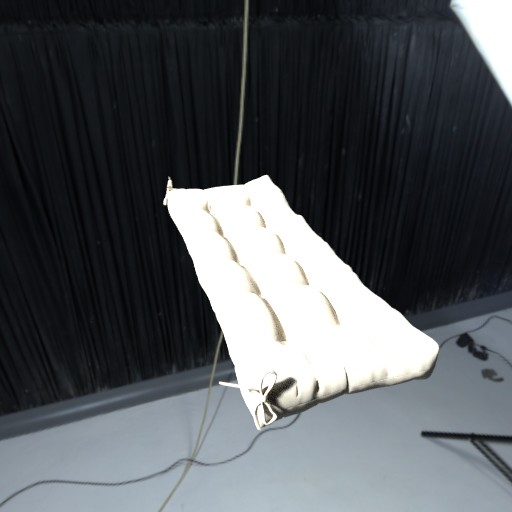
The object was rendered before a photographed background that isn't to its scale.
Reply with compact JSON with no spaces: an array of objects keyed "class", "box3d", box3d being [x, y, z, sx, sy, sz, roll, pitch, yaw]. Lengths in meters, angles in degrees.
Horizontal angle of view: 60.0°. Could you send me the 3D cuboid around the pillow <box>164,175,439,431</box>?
[{"class":"pillow","box3d":[0.000,0.000,1.391,0.511,0.174,1.194,-10,32,-16]}]
